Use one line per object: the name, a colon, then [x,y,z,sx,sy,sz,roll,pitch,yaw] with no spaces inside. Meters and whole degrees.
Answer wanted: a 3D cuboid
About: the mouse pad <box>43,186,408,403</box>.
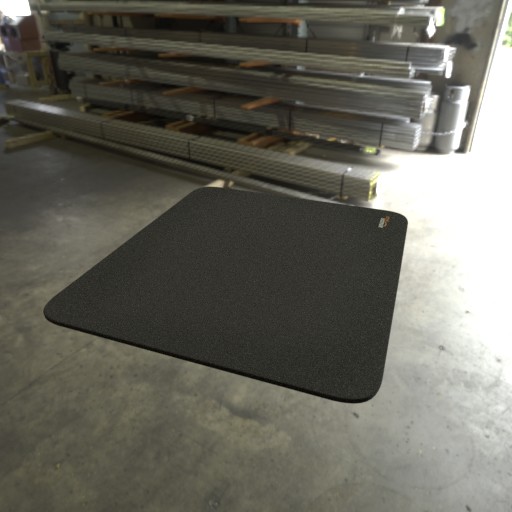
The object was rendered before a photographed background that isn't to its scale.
mouse pad: [0.000,0.000,0.327,0.203,0.003,0.229,10,32,17]
